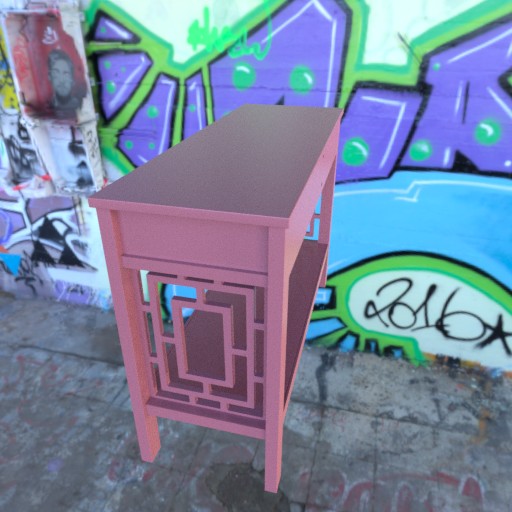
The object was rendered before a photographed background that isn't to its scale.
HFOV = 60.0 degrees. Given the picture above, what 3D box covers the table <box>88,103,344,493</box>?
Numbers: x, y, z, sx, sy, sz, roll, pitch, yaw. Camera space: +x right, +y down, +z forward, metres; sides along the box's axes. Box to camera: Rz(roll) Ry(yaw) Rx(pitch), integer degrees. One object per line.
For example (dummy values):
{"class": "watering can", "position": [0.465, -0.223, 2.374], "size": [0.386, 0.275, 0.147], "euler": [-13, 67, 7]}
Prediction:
{"class": "table", "position": [0.000, 0.000, 1.422], "size": [0.397, 0.753, 1.068], "euler": [7, 29, 13]}
